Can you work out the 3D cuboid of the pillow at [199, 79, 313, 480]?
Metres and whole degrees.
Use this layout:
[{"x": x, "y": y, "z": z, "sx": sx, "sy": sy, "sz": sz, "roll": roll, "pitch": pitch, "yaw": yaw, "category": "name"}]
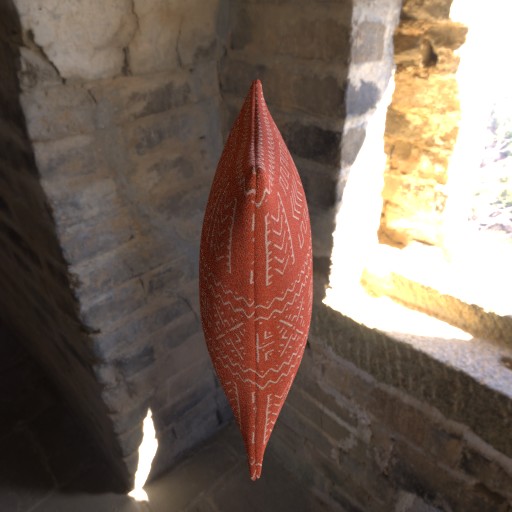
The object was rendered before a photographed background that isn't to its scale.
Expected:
[{"x": 0.000, "y": 0.000, "z": 0.655, "sx": 0.164, "sy": 0.429, "sz": 0.438, "roll": 0, "pitch": 32, "yaw": 0, "category": "pillow"}]
